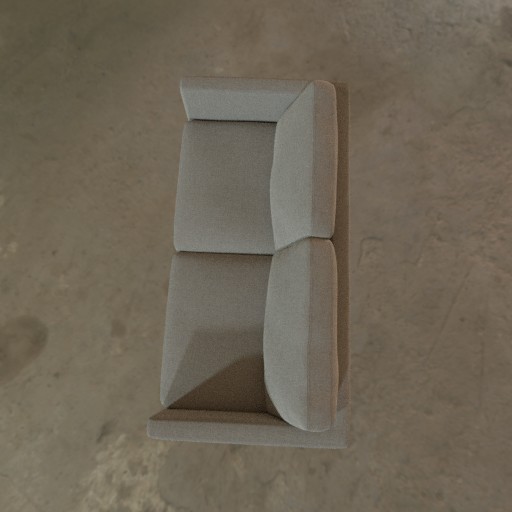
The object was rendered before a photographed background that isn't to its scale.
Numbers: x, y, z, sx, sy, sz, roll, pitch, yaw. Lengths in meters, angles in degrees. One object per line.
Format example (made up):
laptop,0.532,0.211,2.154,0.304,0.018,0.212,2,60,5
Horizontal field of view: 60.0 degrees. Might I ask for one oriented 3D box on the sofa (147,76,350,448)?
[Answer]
sofa,0.000,0.000,2.471,0.951,0.947,1.884,3,77,1
